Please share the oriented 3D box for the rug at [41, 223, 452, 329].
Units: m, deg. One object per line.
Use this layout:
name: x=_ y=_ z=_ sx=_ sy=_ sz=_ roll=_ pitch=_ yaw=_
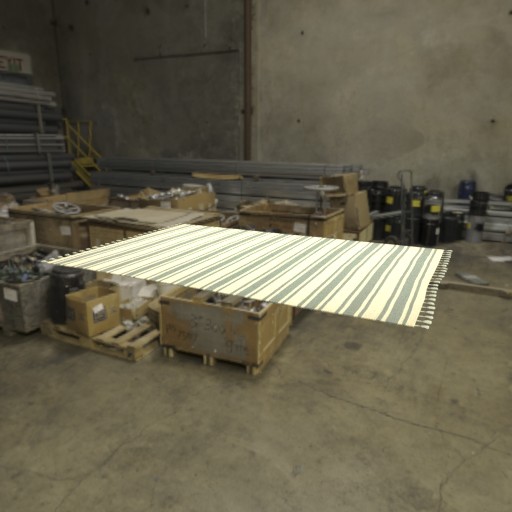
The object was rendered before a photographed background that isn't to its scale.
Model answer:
rug: x=0.000 y=0.000 z=3.052 sx=2.410 sy=0.011 sz=1.539 roll=7 pitch=16 yaw=26
